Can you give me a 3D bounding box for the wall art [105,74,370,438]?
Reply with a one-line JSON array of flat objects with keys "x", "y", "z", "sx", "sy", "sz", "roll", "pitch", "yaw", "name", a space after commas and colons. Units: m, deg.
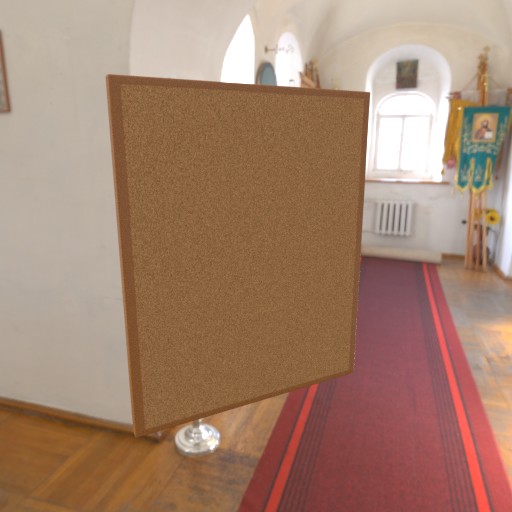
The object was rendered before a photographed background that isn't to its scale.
[{"x": 0.000, "y": 0.000, "z": 0.763, "sx": 0.452, "sy": 0.553, "sz": 0.022, "roll": -7, "pitch": 16, "yaw": -27, "name": "wall art"}]
